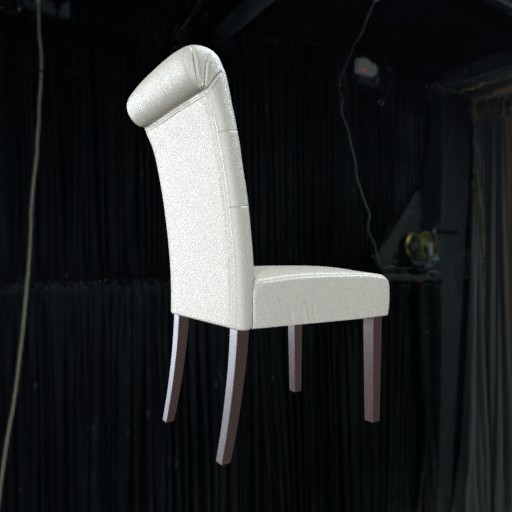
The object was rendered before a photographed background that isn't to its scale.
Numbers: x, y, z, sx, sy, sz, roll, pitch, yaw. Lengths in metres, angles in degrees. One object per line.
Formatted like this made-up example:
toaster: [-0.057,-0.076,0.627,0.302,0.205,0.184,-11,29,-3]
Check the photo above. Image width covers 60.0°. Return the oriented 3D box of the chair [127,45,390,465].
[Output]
chair: [0.000,0.000,1.339,0.671,1.006,0.456,0,0,-34]
